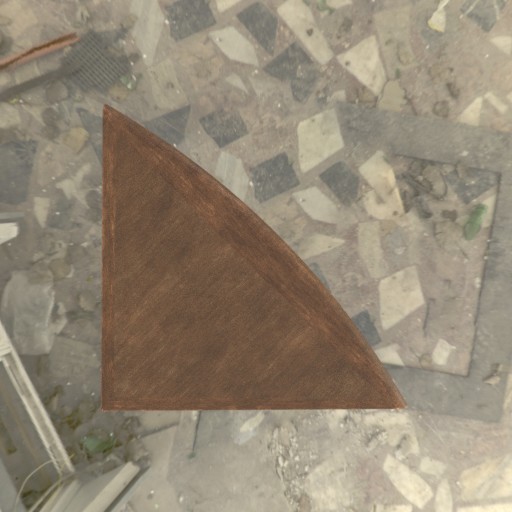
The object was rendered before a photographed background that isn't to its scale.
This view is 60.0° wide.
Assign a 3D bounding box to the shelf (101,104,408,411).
[{"bbox_3d":[0.000,0.000,0.467,0.310,0.050,0.310,0,90,0],"label":"shelf"}]
